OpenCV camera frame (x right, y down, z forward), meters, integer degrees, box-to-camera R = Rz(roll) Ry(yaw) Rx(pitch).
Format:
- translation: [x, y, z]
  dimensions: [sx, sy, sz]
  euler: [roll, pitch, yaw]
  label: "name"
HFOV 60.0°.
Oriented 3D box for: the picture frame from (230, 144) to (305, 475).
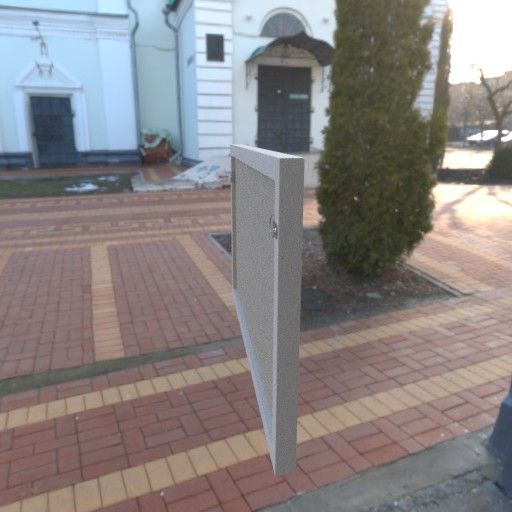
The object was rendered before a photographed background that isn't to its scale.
- translation: [0.000, 0.000, 0.801]
  dimensions: [0.044, 0.379, 0.647]
  euler: [-2, 15, -7]
  label: "picture frame"
